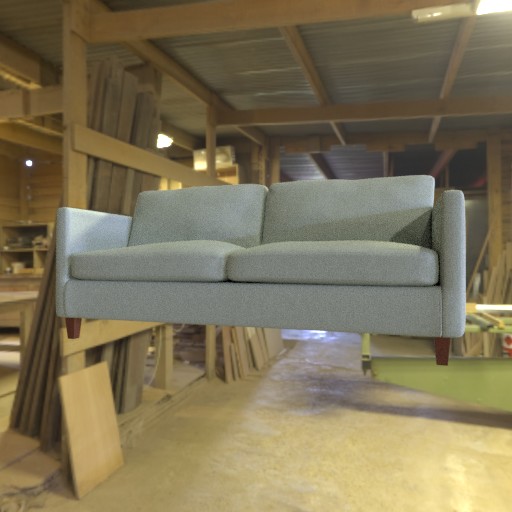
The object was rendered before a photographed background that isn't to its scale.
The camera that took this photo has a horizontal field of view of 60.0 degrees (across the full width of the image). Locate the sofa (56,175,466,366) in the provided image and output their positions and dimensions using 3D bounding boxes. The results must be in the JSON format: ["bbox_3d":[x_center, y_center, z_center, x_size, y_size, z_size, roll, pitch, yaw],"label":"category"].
[{"bbox_3d":[0.000,0.000,2.666,2.208,0.965,0.951,0,0,19],"label":"sofa"}]
